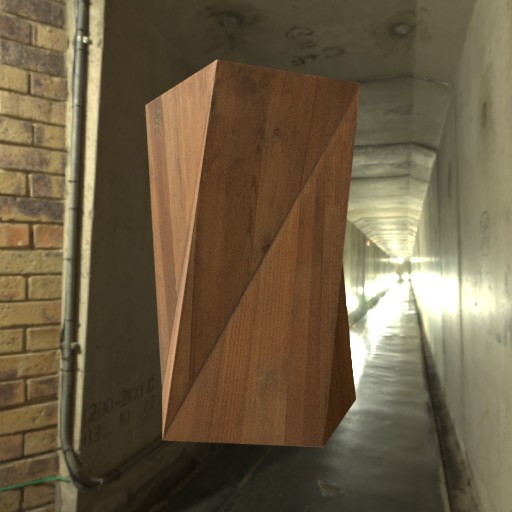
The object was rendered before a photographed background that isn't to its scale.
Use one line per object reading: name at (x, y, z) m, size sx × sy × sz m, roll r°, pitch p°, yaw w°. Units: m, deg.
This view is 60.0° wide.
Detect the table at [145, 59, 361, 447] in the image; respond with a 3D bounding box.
table at (0.000, 0.000, 0.894) m, size 0.425 × 0.604 × 0.441 m, roll 0°, pitch 0°, yaw -19°
